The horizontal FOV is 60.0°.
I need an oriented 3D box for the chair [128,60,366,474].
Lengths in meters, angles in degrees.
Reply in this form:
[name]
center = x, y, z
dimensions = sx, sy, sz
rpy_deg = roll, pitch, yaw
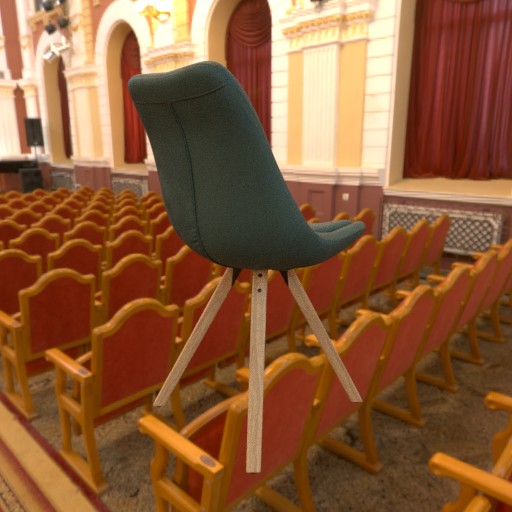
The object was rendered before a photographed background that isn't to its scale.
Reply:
[chair]
center = 0.000, 0.000, 1.169
dimensions = 0.483, 0.865, 0.547
rpy_deg = 13, 19, 43
